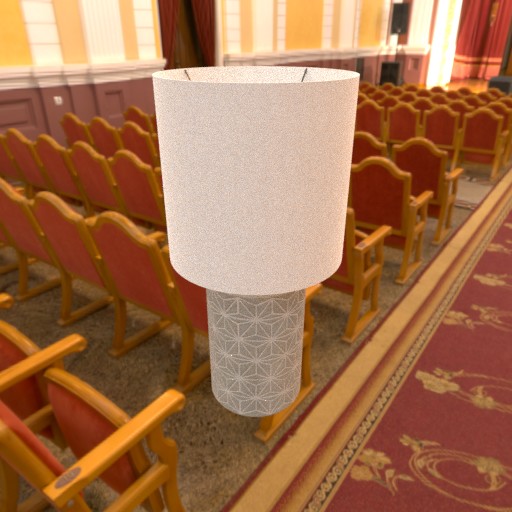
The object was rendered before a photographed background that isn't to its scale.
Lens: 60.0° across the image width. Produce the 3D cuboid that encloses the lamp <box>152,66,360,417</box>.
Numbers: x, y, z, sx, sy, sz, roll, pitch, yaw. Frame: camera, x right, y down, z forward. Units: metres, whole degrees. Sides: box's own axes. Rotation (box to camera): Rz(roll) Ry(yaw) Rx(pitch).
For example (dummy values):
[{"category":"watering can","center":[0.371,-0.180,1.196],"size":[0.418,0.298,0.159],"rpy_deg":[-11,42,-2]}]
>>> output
[{"category":"lamp","center":[0.000,0.000,0.543],"size":[0.206,0.416,0.206],"rpy_deg":[18,32,32]}]
